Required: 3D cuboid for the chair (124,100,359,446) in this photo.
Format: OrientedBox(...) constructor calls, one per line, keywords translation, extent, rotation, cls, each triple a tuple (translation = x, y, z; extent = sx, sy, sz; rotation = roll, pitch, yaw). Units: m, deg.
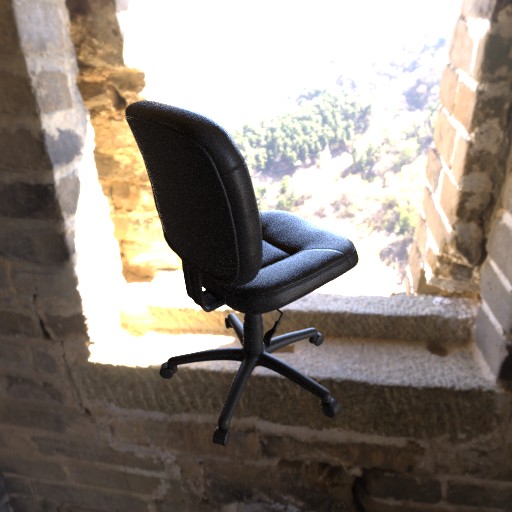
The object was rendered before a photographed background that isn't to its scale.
OrientedBox(translation=(0.000, 0.000, 1.397), extent=(0.646, 0.959, 0.647), rotation=(-18, 32, -32), cls="chair")
